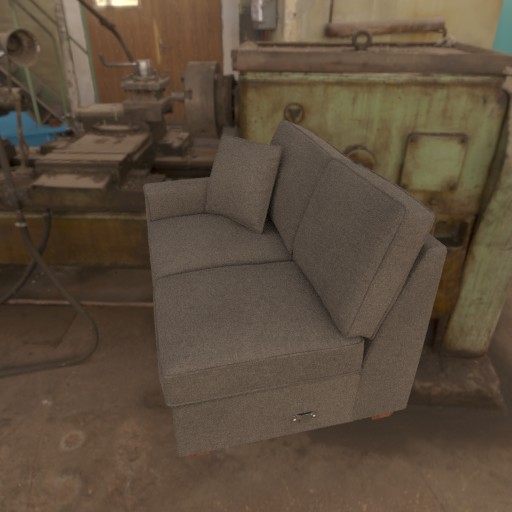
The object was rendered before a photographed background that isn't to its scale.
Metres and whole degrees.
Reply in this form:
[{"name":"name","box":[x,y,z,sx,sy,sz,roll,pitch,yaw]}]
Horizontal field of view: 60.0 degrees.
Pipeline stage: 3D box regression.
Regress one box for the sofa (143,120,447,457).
[{"name":"sofa","box":[0.000,0.000,2.091,0.991,0.989,1.388,-7,31,-12]}]
